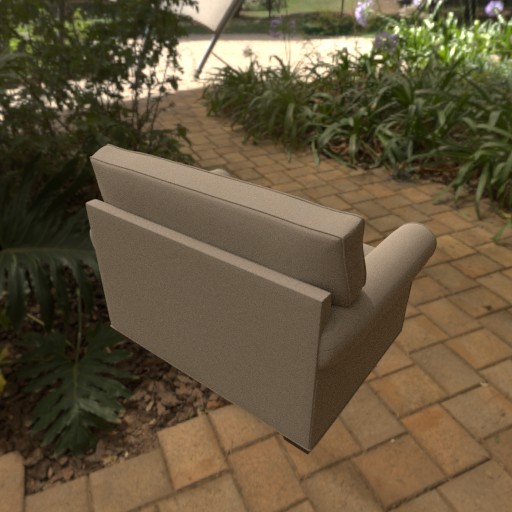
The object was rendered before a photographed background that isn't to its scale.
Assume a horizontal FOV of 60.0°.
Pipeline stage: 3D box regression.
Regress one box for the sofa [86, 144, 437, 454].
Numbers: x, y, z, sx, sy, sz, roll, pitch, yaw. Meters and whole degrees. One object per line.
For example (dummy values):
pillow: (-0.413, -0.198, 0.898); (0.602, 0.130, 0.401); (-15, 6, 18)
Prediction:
sofa: (0.000, 0.000, 2.133); (1.405, 1.006, 0.937); (21, 37, 32)
